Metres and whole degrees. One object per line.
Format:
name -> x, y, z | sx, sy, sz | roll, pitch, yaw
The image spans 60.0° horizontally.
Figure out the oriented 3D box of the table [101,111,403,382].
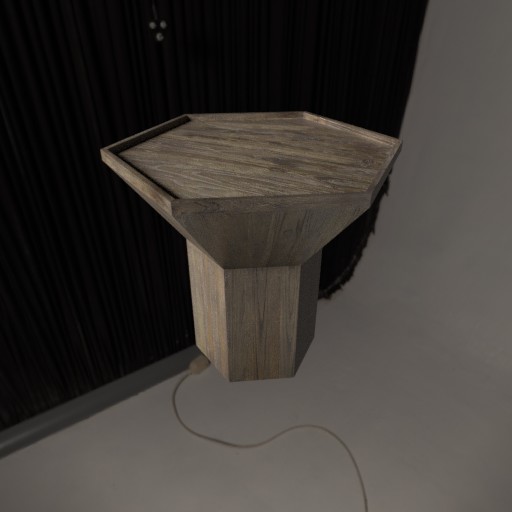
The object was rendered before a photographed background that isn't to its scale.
table -> 0.000, 0.000, 1.149 | 0.592, 0.586, 0.683 | -20, 37, -30
